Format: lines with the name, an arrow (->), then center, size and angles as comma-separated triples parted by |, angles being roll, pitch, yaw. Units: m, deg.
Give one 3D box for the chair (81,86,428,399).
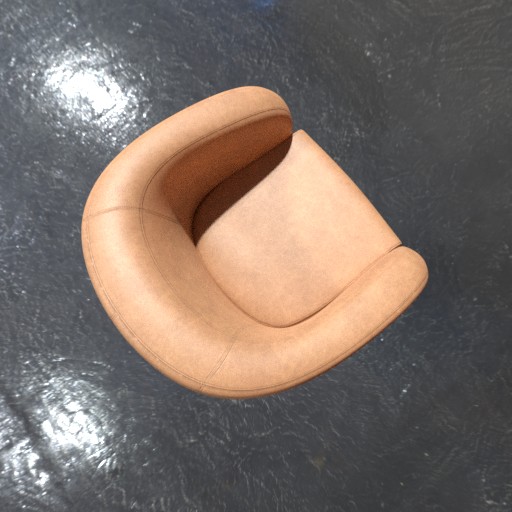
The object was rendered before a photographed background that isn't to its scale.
chair -> 0.000, 0.000, 1.407 | 0.815, 0.771, 0.791 | -36, 78, -9
